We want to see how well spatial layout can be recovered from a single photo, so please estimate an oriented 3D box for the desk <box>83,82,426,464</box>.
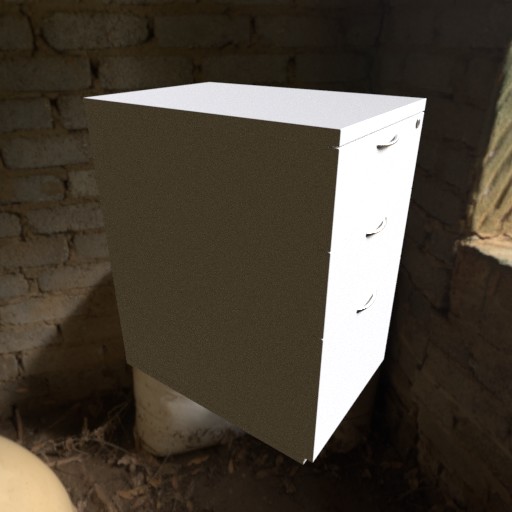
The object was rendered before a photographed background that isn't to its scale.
[{"bbox_3d":[0.000,0.000,1.081,0.600,0.730,0.404,18,32,31],"label":"desk"}]
